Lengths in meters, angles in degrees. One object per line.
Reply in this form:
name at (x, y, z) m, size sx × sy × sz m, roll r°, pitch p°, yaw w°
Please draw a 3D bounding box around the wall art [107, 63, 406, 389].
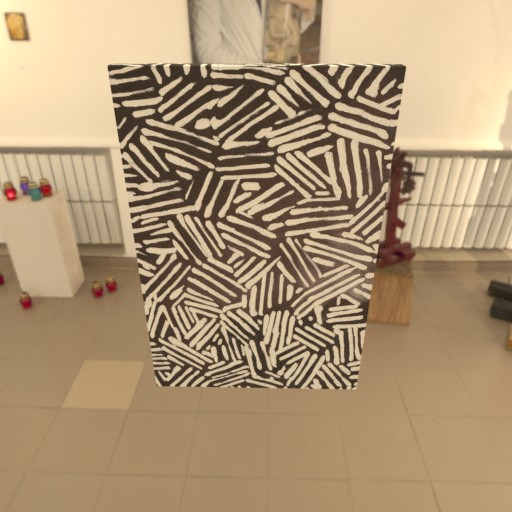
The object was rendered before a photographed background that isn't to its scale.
wall art at (0.000, 0.000, 1.150) m, size 0.615 × 0.918 × 0.035 m, roll 1°, pitch 30°, yaw 1°
